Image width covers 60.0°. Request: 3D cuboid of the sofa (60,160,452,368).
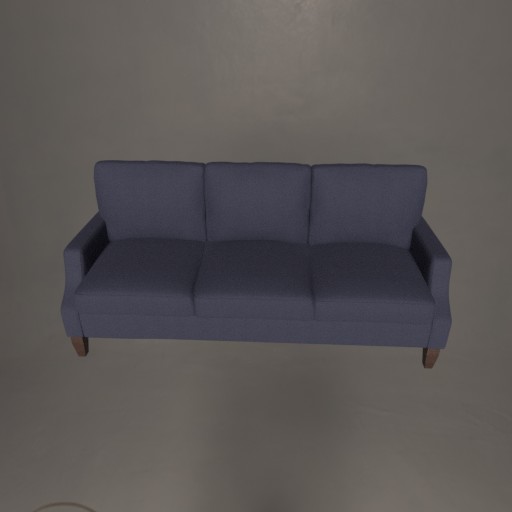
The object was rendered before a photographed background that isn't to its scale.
[{"bbox_3d":[0.000,0.000,2.656,2.115,0.984,0.888,1,29,3],"label":"sofa"}]
